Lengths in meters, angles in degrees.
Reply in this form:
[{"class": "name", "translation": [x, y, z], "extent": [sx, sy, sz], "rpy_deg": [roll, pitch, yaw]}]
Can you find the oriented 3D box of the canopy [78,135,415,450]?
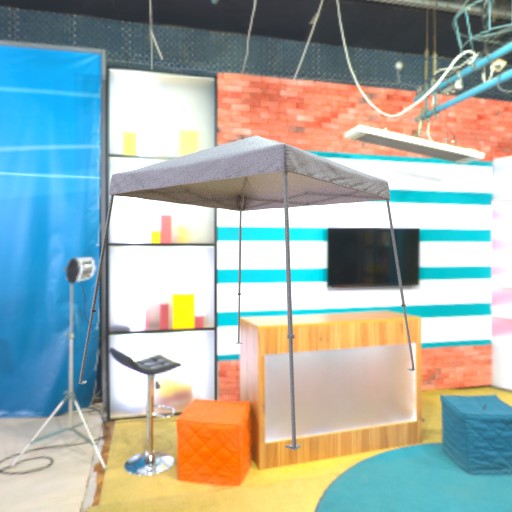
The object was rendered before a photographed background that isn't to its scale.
[{"class": "canopy", "translation": [0.000, 0.000, 5.255], "extent": [2.850, 2.850, 2.849], "rpy_deg": [0, 0, 37]}]
